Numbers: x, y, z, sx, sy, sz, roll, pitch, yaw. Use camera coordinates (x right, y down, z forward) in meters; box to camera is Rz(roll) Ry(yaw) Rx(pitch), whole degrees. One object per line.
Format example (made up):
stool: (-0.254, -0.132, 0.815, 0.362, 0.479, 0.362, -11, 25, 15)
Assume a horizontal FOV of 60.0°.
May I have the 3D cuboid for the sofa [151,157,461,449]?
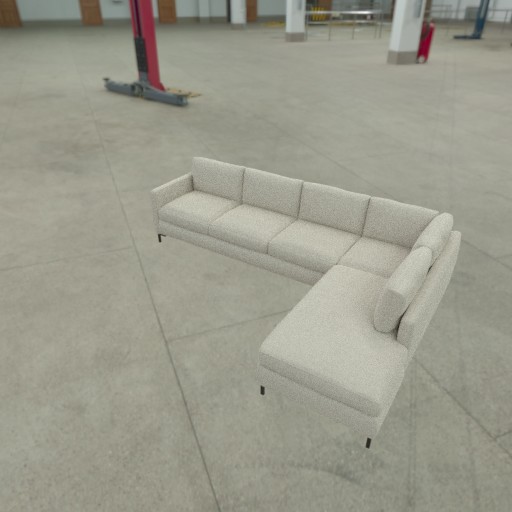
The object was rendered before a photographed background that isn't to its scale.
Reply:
sofa: (0.000, 0.000, 3.828, 2.949, 0.815, 2.007, 19, 36, 28)
